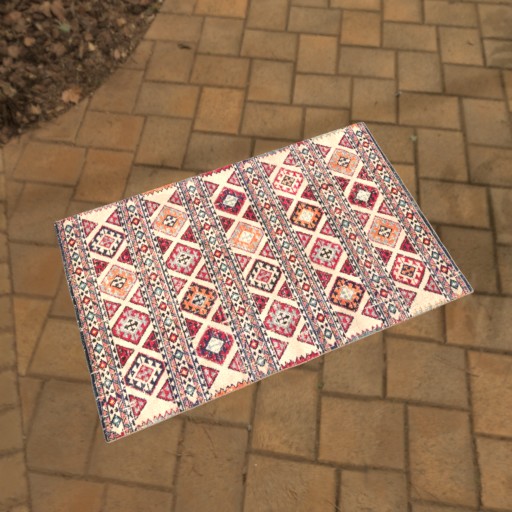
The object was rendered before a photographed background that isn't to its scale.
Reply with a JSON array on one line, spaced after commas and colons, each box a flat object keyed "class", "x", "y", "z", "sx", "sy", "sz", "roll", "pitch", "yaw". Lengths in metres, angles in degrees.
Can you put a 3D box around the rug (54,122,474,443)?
[{"class": "rug", "x": 0.000, "y": 0.000, "z": 2.984, "sx": 2.440, "sy": 0.010, "sz": 1.545, "roll": -20, "pitch": 66, "yaw": -9}]
